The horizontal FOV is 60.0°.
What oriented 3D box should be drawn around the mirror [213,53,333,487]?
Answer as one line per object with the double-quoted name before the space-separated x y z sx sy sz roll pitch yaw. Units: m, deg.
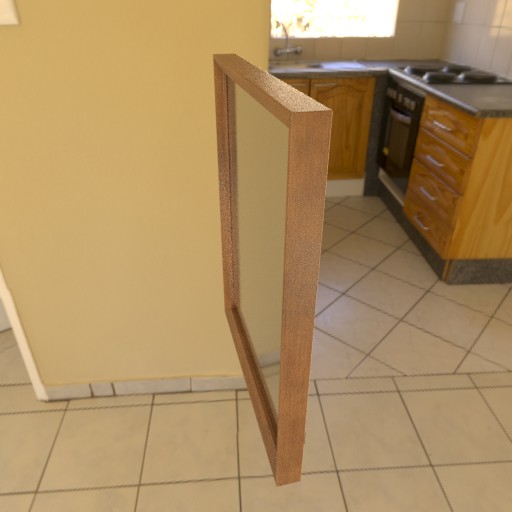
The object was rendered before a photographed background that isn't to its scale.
"mirror" 0.000 0.000 0.661 0.041 0.509 0.406 -7 31 -12
